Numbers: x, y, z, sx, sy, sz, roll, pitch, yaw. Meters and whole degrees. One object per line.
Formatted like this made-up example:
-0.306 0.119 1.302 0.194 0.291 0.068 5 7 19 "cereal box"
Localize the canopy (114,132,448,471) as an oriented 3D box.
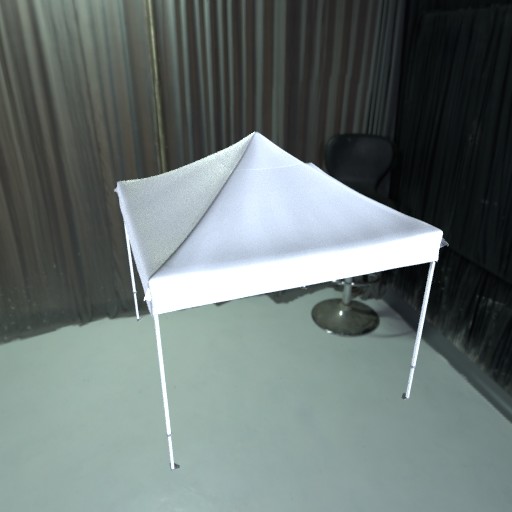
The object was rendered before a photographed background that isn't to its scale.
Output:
0.000 0.000 5.467 2.996 2.998 2.994 -9 28 -18 "canopy"
